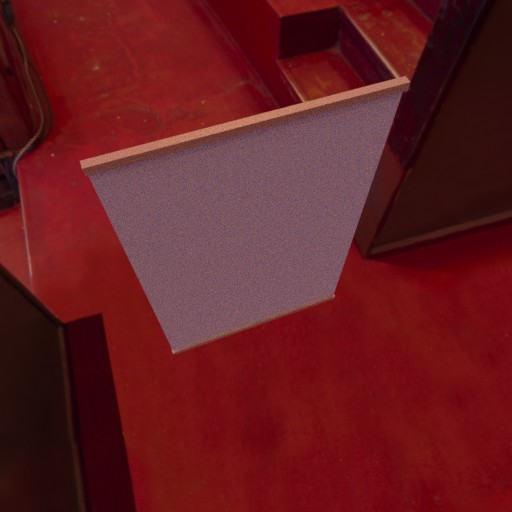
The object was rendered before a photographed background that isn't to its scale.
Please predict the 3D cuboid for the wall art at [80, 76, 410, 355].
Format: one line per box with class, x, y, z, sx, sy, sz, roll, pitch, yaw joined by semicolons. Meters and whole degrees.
wall art;0.000;0.000;1.915;0.990;1.519;0.030;-18;61;-10
